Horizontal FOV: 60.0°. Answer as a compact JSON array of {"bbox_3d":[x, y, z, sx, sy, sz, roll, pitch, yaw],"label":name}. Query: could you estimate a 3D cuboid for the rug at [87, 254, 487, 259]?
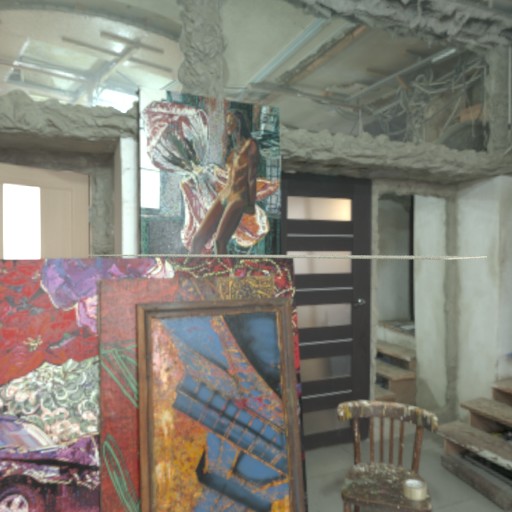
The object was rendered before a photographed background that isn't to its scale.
[{"bbox_3d":[0.000,0.000,2.730,2.431,0.006,0.806,0,1,37],"label":"rug"}]
